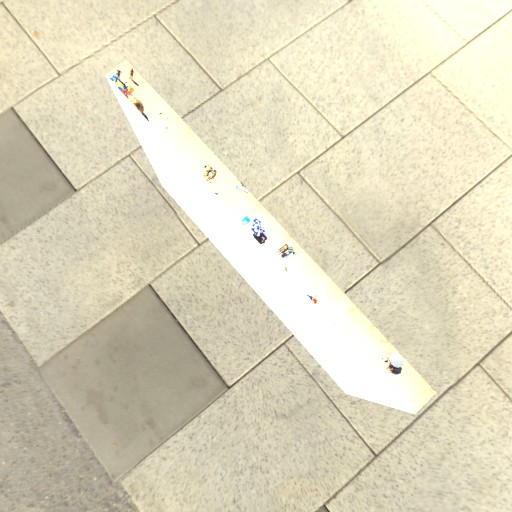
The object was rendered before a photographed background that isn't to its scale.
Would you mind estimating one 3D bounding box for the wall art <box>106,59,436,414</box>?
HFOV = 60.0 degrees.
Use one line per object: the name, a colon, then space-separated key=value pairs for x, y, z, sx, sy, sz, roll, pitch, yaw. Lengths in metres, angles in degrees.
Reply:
wall art: x=0.000 y=0.000 z=1.137 sx=0.057 sy=0.595 sz=0.894 roll=-40 pitch=79 yaw=-9
